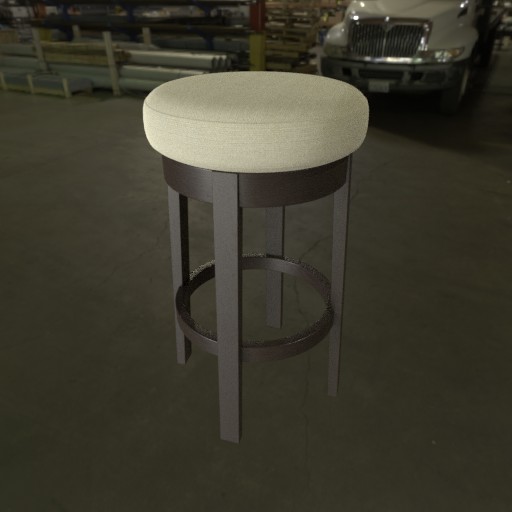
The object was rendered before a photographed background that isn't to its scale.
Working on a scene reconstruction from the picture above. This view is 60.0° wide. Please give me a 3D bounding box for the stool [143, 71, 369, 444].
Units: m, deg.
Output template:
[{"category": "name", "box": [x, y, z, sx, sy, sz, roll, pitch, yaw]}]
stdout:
[{"category": "stool", "box": [0.000, 0.000, 1.024, 0.446, 0.758, 0.446, 0, 30, 0]}]
